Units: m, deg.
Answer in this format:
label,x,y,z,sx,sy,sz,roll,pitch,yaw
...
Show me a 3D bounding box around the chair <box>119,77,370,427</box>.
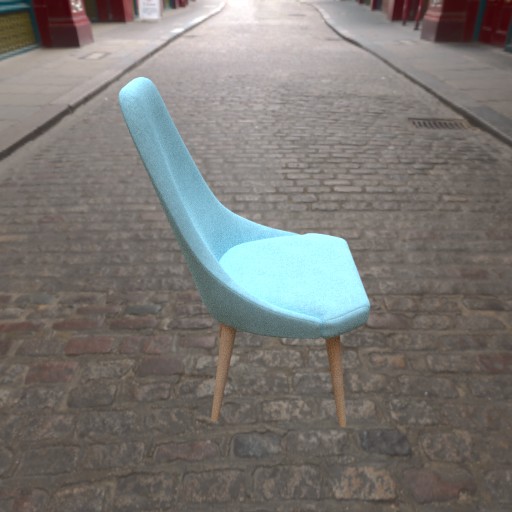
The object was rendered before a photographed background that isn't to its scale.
label,x,y,z,sx,sy,sz,roll,pitch,yaw
chair,0.000,0.000,1.400,0.660,1.040,0.510,0,31,-1
